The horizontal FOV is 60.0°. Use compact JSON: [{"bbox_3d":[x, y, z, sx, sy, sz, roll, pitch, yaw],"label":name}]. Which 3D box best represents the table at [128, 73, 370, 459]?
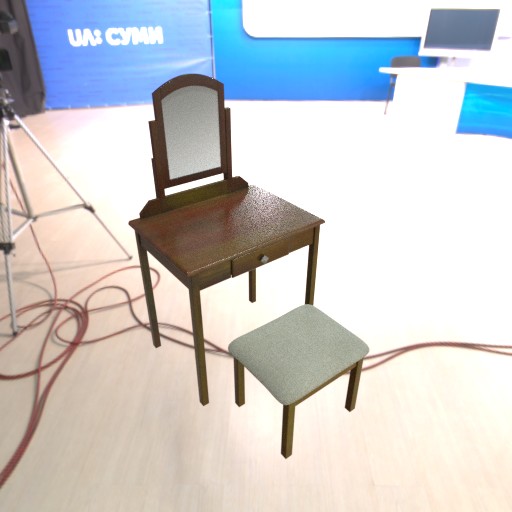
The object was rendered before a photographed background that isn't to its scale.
[{"bbox_3d":[0.000,0.000,2.311,0.876,1.631,1.211,-22,38,-31],"label":"table"}]
